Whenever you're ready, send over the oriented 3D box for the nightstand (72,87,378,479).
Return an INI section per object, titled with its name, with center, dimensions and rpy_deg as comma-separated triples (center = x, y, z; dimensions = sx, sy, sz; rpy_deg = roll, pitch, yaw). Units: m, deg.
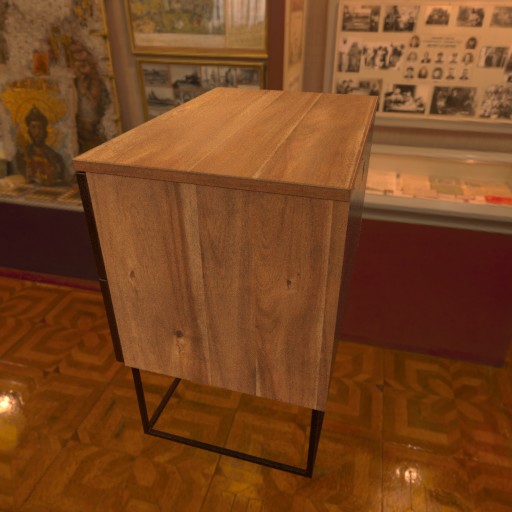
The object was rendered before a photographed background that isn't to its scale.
[nightstand]
center = 0.000, 0.000, 1.011
dimensions = 0.427, 0.611, 0.605
rpy_deg = 9, 32, 14
